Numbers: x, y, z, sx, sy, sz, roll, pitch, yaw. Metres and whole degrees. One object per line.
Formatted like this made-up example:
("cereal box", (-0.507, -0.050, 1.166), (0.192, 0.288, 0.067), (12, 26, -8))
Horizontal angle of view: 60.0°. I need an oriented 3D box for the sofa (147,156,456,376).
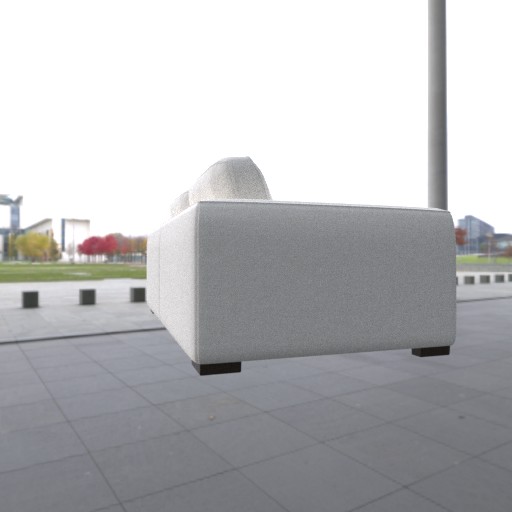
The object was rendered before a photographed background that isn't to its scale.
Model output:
("sofa", (0.000, 0.000, 2.478), (1.069, 0.801, 1.920), (0, 0, -18))
